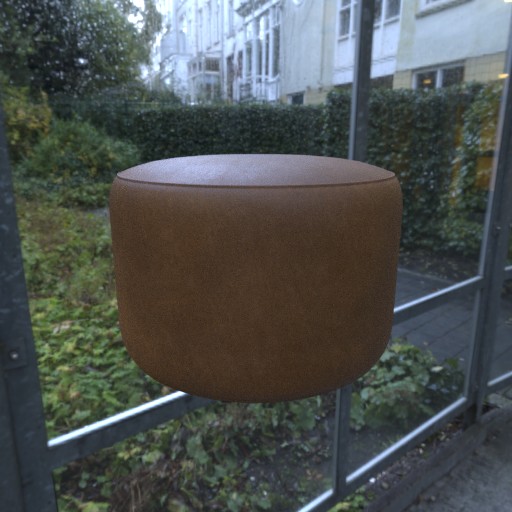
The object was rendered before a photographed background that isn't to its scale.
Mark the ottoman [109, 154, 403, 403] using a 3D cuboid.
[{"bbox_3d":[0.000,0.000,0.994,0.607,0.438,0.607,0,15,0],"label":"ottoman"}]
